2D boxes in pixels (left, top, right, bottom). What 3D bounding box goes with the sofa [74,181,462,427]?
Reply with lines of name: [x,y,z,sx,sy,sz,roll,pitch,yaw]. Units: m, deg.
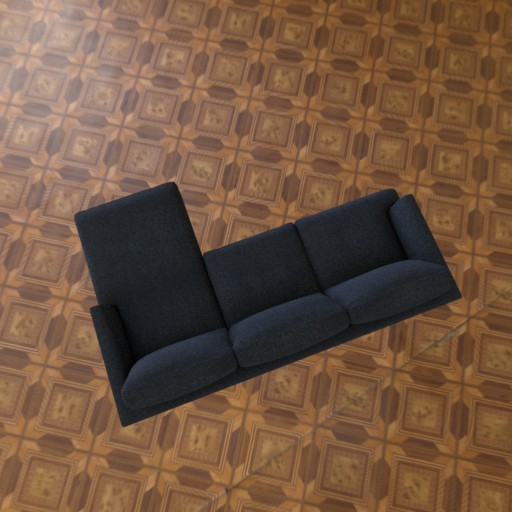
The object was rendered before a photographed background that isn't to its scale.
sofa: [0.000,0.000,3.056,2.233,0.956,1.504,-20,77,-5]
